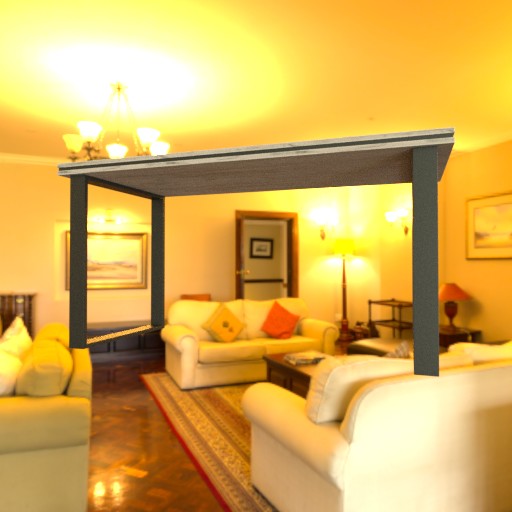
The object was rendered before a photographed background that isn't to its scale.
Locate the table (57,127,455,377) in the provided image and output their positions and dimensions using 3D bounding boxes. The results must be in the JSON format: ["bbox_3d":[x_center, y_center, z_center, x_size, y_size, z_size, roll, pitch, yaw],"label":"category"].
[{"bbox_3d":[0.000,0.000,2.241,1.778,0.899,0.795,0,-1,19],"label":"table"}]
